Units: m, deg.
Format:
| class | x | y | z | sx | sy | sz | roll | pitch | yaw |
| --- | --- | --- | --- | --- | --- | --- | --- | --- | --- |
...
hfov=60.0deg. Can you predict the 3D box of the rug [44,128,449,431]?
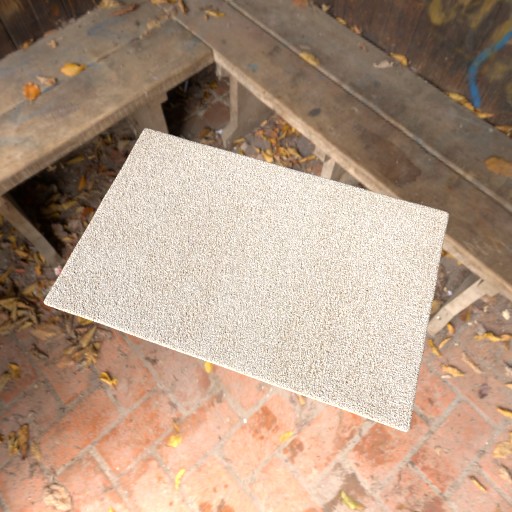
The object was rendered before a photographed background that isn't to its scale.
| class | x | y | z | sx | sy | sz | roll | pitch | yaw |
| --- | --- | --- | --- | --- | --- | --- | --- | --- | --- |
| rug | 0.000 | 0.000 | 3.469 | 2.743 | 0.030 | 1.778 | 17 | 66 | 8 |
